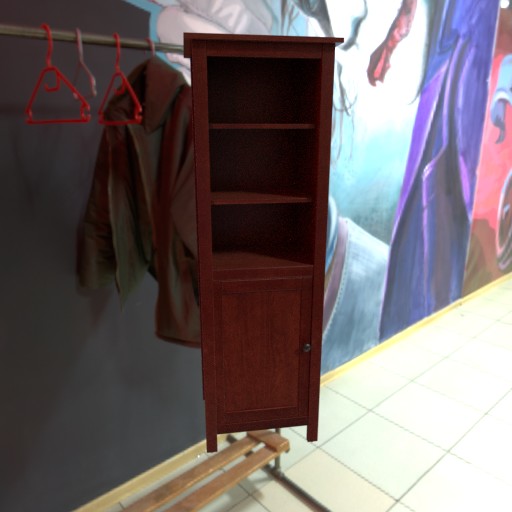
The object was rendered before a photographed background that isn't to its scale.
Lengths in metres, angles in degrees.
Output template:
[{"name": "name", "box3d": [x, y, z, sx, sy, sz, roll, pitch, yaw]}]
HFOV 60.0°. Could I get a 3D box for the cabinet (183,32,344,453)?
[{"name": "cabinet", "box3d": [0.000, 0.000, 1.753, 0.500, 1.518, 0.401, -2, 16, -9]}]
